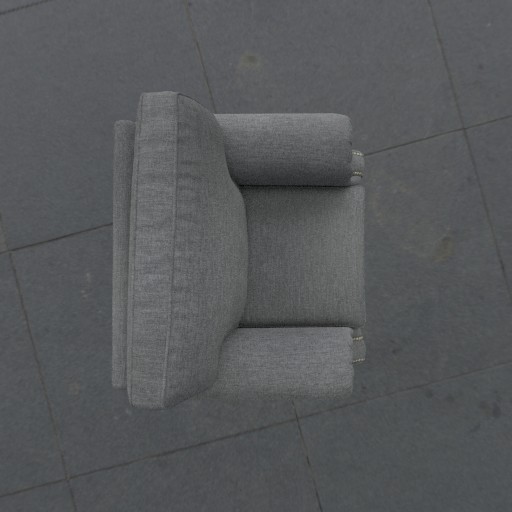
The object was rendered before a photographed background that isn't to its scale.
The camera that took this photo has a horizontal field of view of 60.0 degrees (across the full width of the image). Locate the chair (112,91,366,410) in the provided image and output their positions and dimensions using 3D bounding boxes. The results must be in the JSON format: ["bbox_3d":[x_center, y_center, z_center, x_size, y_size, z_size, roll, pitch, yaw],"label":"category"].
[{"bbox_3d":[0.000,0.000,1.785,0.965,0.961,1.092,0,88,1],"label":"chair"}]
